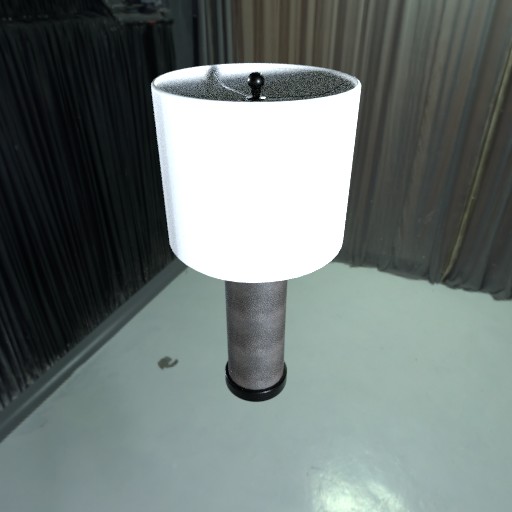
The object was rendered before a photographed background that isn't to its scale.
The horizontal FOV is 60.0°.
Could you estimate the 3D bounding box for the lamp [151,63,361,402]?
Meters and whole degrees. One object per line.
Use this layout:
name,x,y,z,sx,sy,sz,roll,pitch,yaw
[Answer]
lamp,0.000,0.000,0.816,0.305,0.634,0.305,11,33,16
